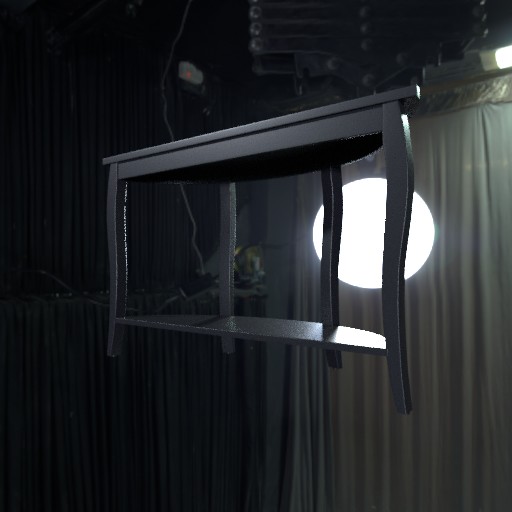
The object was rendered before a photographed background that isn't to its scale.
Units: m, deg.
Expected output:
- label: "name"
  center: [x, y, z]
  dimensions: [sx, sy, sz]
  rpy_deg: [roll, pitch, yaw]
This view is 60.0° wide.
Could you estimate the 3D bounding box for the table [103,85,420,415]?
- label: "table"
  center: [0.000, 0.000, 1.547]
  dimensions: [1.219, 0.780, 0.394]
  rpy_deg: [-1, -2, 36]
